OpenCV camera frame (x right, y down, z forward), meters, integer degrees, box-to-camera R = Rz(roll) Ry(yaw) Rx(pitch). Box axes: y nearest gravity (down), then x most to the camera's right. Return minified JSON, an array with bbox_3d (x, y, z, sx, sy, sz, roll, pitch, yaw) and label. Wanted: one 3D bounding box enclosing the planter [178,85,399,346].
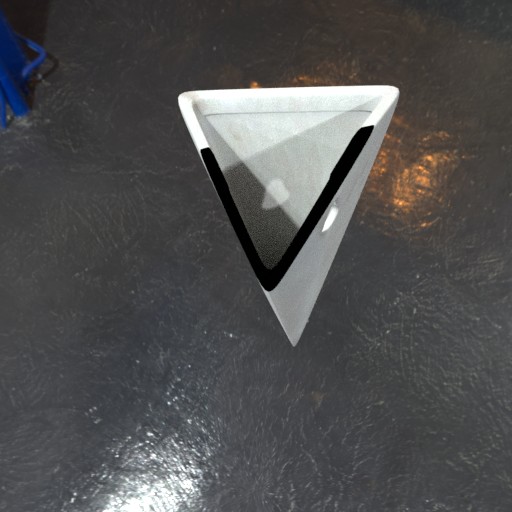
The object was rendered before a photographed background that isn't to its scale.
[{"bbox_3d":[0.000,0.000,0.158,0.047,0.130,0.058,32,67,16],"label":"planter"}]
